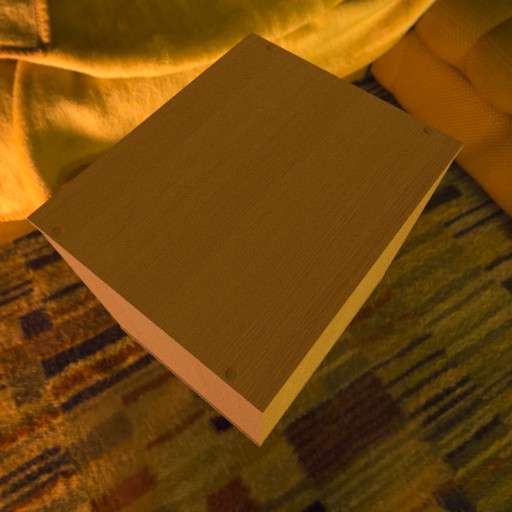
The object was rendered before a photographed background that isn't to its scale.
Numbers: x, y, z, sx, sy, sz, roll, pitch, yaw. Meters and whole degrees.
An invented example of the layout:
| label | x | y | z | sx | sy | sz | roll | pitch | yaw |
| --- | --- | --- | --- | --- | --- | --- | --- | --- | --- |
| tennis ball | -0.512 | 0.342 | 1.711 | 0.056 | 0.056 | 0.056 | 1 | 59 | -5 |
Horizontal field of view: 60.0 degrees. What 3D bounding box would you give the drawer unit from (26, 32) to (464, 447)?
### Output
| label | x | y | z | sx | sy | sz | roll | pitch | yaw |
| --- | --- | --- | --- | --- | --- | --- | --- | --- | --- |
| drawer unit | 0.000 | 0.000 | 0.602 | 0.290 | 0.344 | 0.349 | 35 | 68 | 17 |
